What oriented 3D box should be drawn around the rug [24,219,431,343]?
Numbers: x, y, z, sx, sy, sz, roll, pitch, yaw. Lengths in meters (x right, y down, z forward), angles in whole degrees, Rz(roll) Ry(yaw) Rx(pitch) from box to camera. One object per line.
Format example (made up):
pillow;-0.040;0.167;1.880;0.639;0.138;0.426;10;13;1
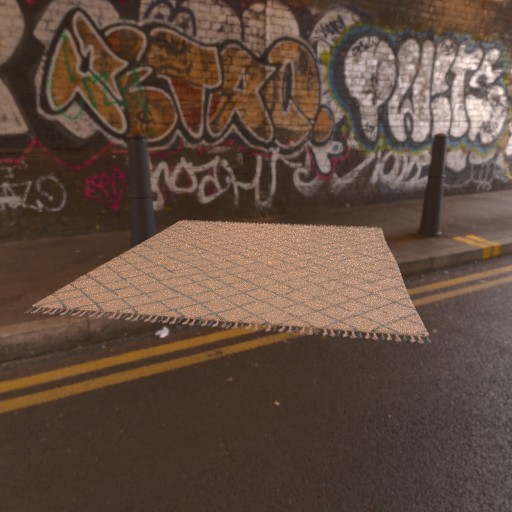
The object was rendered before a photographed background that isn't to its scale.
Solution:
rug;0.000;0.000;4.722;2.892;0.036;3.585;3;16;10
